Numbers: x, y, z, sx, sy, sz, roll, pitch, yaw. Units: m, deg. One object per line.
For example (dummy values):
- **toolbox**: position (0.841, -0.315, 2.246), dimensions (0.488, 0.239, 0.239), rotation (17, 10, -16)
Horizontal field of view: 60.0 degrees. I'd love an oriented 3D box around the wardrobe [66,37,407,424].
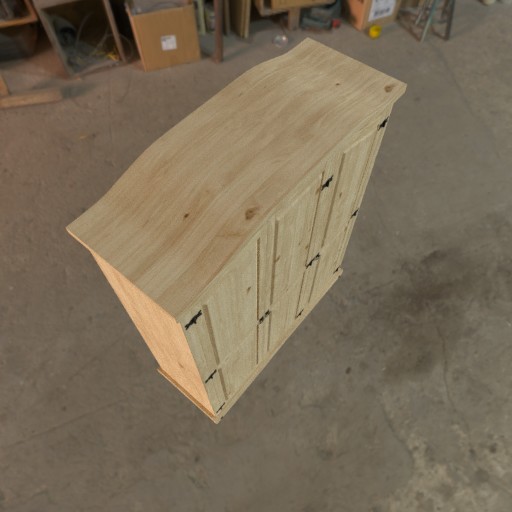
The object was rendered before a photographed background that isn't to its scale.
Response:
- **wardrobe**: position (0.000, 0.000, 2.564), dimensions (0.570, 1.870, 1.500), rotation (35, 65, 19)
